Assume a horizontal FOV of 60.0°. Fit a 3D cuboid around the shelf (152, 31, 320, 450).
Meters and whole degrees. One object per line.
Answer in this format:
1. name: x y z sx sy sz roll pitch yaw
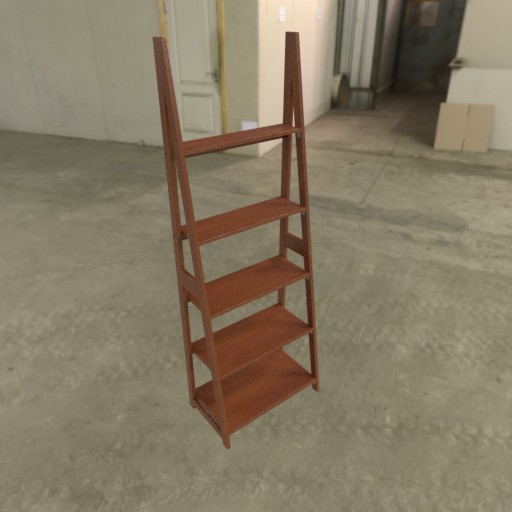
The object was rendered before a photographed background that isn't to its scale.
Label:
1. shelf: 0.000 0.000 1.999 0.630 1.780 0.356 -21 35 -32
